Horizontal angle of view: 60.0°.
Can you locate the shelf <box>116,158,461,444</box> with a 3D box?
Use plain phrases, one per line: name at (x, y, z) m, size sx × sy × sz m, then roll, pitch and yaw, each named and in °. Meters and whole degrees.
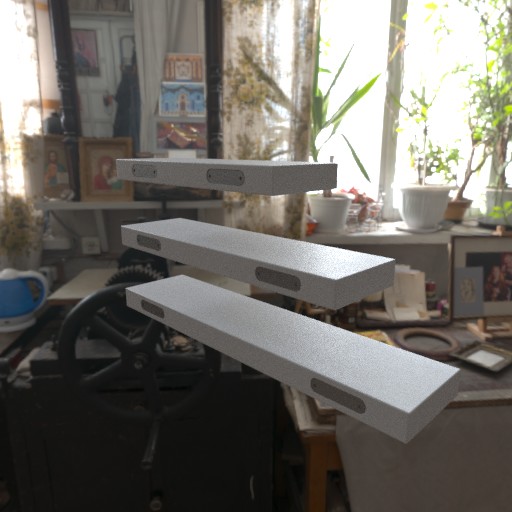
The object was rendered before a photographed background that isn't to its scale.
shelf at (0.000, 0.000, 0.707) m, size 0.140 × 0.293 × 0.610 m, roll -13°, pitch 19°, yaw -43°
